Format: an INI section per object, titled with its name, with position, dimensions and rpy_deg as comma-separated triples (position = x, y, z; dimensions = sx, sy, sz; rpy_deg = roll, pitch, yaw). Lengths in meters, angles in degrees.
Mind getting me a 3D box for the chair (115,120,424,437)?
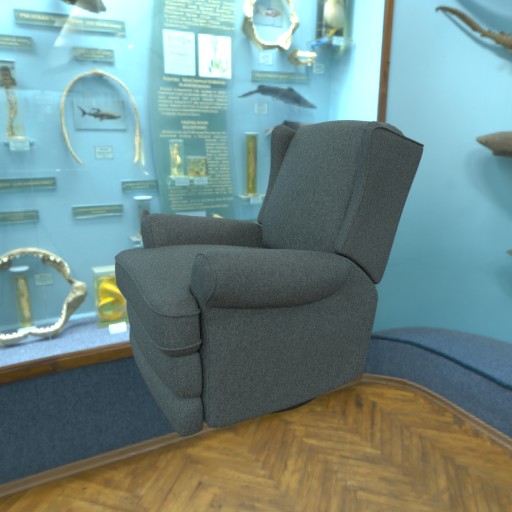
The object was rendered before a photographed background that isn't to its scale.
[chair]
position = 0.000, 0.000, 1.704
dimensions = 0.969, 1.011, 0.847
rpy_deg = -7, 17, -26
